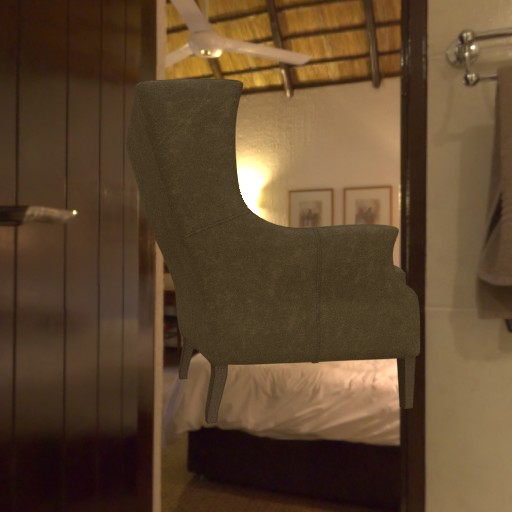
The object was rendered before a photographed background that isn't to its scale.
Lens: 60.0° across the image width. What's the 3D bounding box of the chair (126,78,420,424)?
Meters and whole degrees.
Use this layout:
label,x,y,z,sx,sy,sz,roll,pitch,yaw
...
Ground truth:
label,x,y,z,sx,sy,sz,roll,pitch,yaw
chair,0.000,0.000,1.681,0.926,1.016,0.853,0,-1,-19
